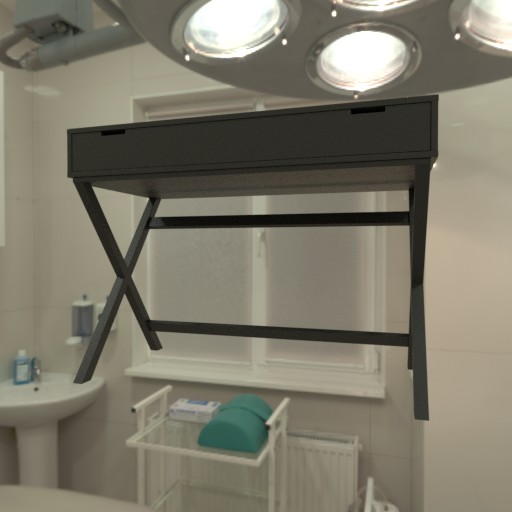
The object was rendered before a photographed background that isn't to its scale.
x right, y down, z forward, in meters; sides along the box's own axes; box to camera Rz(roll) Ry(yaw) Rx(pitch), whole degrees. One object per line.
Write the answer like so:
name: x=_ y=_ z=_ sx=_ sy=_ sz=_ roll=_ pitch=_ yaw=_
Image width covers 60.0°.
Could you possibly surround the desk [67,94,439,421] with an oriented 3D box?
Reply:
desk: x=0.000 y=0.000 z=1.450 sx=1.057 sy=0.780 sz=0.504 roll=0 pitch=1 yaw=17
